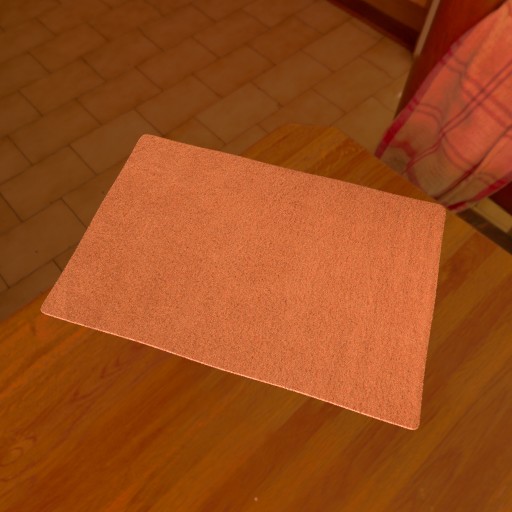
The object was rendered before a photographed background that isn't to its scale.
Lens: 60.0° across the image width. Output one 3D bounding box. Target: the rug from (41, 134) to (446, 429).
[{"bbox_3d":[0.000,0.000,3.401,2.700,0.024,1.801,15,62,8],"label":"rug"}]
